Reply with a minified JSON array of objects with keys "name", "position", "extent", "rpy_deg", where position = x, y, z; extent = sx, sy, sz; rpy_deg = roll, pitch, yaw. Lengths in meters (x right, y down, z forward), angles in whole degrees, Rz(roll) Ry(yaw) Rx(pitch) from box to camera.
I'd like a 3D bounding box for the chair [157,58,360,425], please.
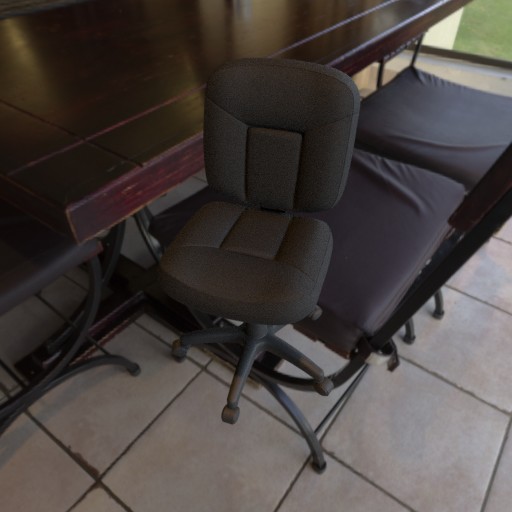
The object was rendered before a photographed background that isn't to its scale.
[{"name":"chair","position":[0.000,0.000,1.340],"extent":[0.610,0.972,0.610],"rpy_deg":[12,43,13]}]
